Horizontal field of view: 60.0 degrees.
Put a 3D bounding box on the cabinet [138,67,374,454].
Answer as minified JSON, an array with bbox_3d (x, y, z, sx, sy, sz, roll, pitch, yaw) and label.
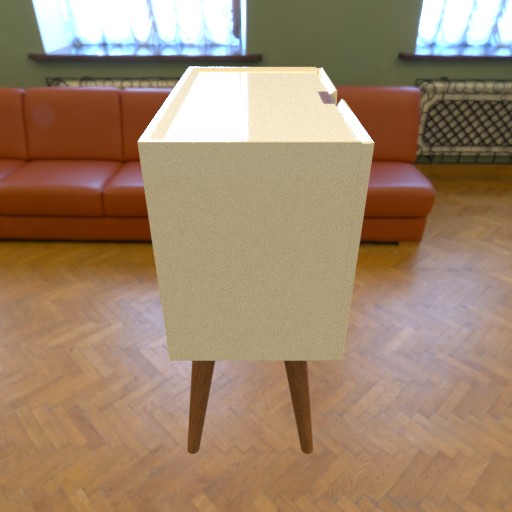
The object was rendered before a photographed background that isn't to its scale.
[{"bbox_3d":[0.000,0.000,1.096,0.344,0.772,0.591,0,33,0],"label":"cabinet"}]
